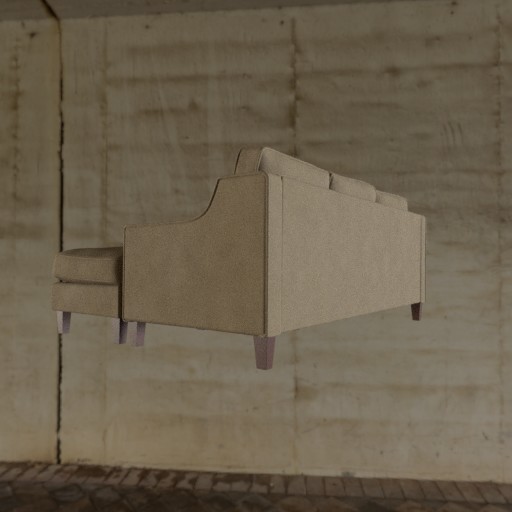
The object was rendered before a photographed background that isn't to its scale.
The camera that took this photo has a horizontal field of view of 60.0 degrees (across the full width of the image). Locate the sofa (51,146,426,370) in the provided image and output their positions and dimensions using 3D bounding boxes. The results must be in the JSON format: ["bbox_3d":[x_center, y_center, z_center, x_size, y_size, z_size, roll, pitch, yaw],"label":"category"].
[{"bbox_3d":[0.000,0.000,3.390,1.858,1.066,2.317,-1,-1,37],"label":"sofa"}]
